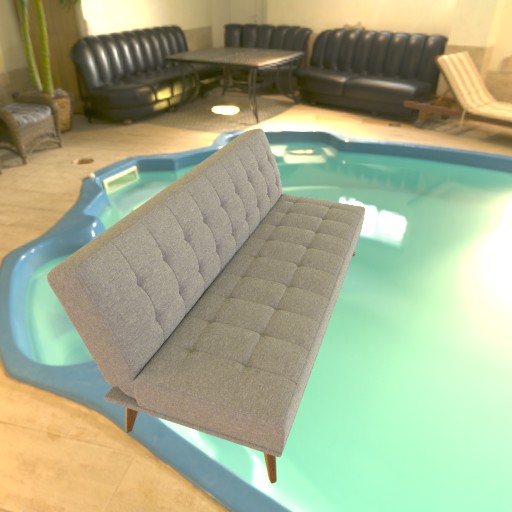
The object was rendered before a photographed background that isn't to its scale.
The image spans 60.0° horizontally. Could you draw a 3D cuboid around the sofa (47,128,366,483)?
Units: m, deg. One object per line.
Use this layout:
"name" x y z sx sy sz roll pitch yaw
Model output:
"sofa" 0.000 0.000 2.245 0.860 0.810 1.800 11 33 17
